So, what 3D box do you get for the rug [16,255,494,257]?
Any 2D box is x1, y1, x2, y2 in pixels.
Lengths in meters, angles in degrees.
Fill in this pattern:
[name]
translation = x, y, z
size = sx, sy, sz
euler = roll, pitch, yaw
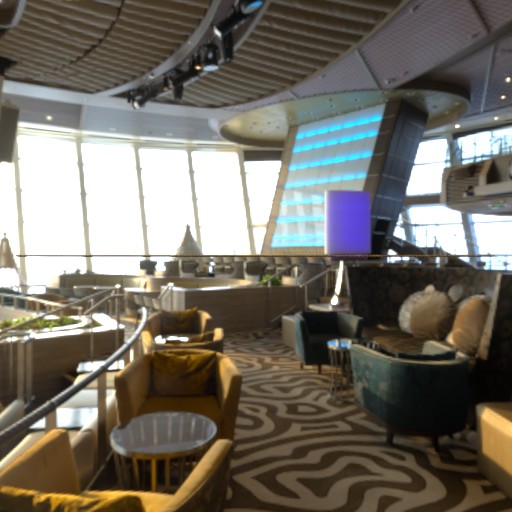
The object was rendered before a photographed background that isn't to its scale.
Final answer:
[rug]
translation = 0.000, 0.000, 2.630
size = 2.438, 0.010, 0.775
euler = 0, 0, 0
